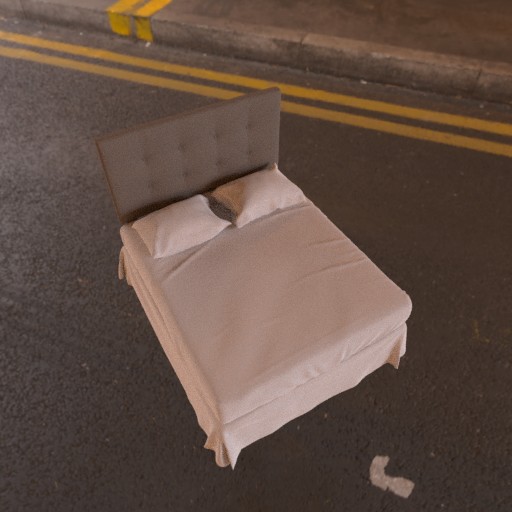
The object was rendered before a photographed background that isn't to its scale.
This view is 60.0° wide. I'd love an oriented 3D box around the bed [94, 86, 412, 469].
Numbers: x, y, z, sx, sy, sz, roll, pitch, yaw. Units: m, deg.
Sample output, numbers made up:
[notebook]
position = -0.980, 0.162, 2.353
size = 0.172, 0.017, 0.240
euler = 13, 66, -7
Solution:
[bed]
position = 0.000, 0.000, 3.559
size = 1.936, 1.577, 2.222
euler = -23, 52, -20
